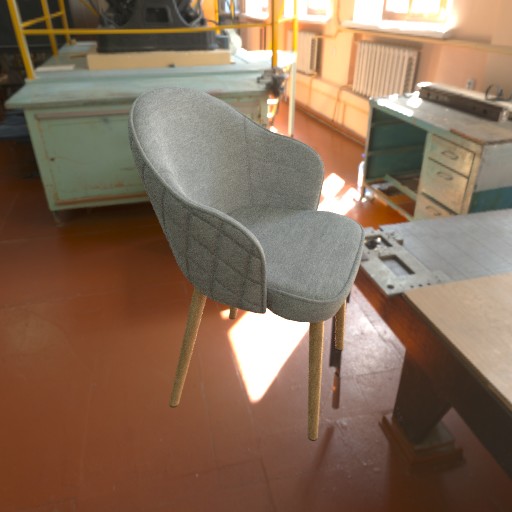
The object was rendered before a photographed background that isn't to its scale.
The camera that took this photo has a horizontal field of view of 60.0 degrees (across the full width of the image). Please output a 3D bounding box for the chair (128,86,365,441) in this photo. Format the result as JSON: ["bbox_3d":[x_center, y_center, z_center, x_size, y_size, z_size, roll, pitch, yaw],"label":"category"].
[{"bbox_3d":[0.000,0.000,1.160,0.530,0.800,0.540,11,32,17],"label":"chair"}]
